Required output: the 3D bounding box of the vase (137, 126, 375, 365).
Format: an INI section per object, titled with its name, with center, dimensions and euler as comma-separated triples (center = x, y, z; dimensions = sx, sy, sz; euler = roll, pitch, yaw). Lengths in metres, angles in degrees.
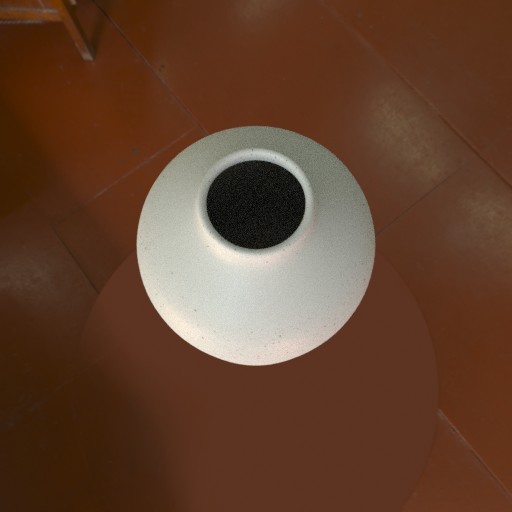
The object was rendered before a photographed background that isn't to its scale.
[vase]
center = 0.000, 0.000, 0.355
dimensions = 0.169, 0.240, 0.169
euler = 0, 75, 0
